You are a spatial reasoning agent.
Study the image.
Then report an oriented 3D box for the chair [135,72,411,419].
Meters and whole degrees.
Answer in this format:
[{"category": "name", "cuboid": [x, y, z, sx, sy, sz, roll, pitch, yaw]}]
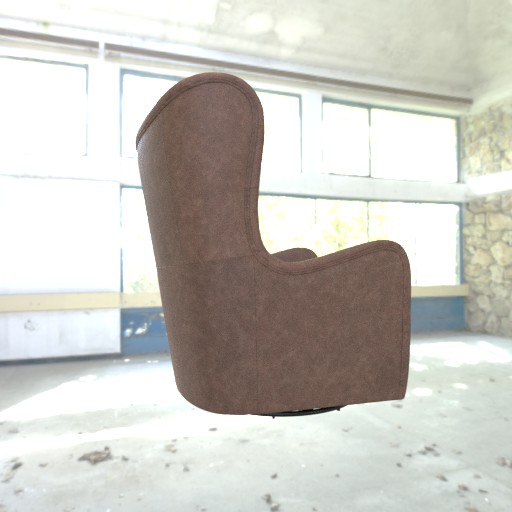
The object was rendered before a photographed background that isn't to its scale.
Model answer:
[{"category": "chair", "cuboid": [0.000, 0.000, 1.759, 0.930, 1.079, 0.831, 0, -1, -18]}]
